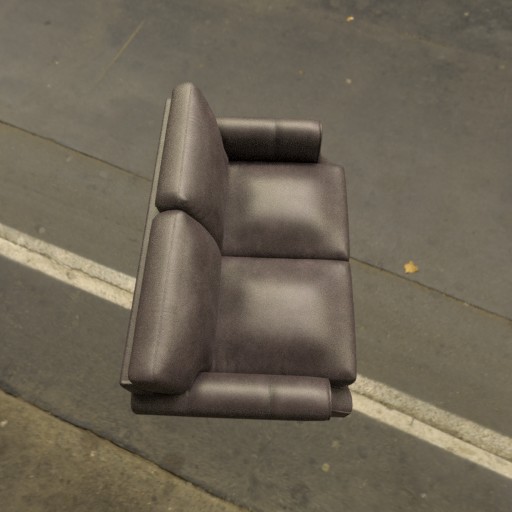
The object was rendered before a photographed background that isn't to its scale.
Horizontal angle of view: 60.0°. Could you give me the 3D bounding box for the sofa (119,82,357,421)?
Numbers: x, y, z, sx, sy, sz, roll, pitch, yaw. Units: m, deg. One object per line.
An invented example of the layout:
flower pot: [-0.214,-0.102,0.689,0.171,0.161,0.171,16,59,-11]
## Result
sofa: [0.000,0.000,2.366,1.030,0.979,1.663,2,65,1]
